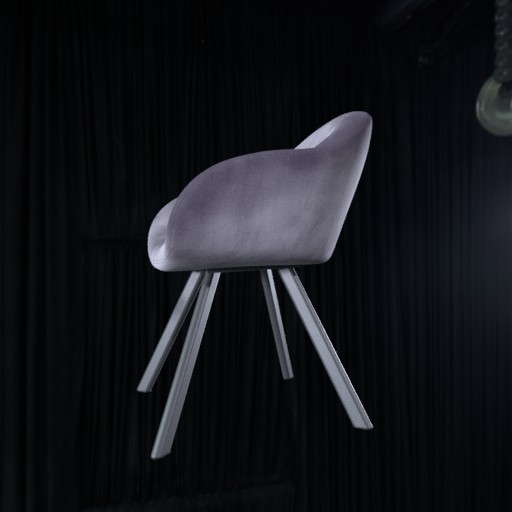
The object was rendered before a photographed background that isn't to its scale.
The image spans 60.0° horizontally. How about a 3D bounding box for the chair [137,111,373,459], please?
[{"bbox_3d":[0.000,0.000,1.187,0.590,0.795,0.550,0,0,-18],"label":"chair"}]
